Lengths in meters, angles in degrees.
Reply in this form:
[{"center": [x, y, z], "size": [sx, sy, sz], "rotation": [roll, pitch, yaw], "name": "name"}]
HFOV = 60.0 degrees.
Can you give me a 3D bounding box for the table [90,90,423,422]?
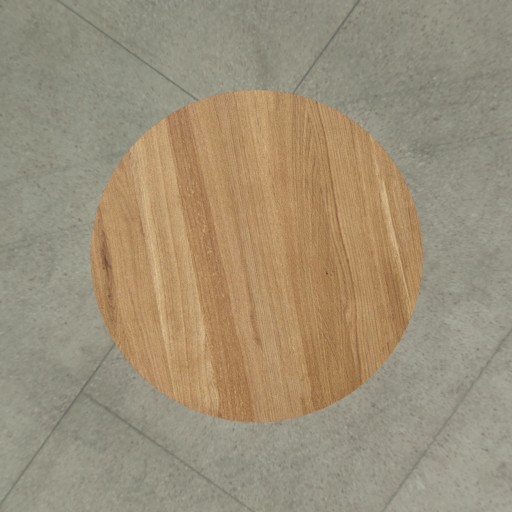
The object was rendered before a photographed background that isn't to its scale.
[{"center": [0.000, 0.000, 1.715], "size": [1.038, 0.666, 1.038], "rotation": [0, 90, -1], "name": "table"}]
